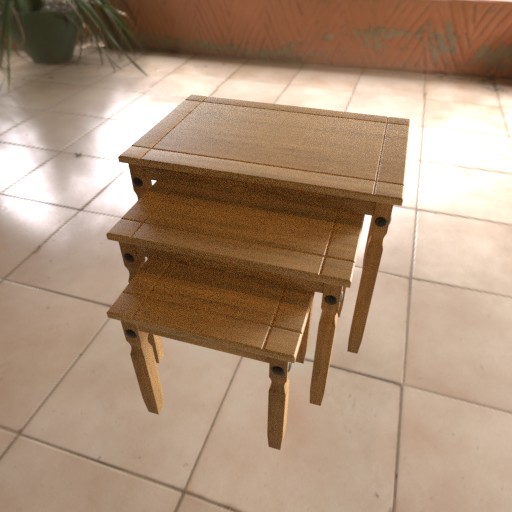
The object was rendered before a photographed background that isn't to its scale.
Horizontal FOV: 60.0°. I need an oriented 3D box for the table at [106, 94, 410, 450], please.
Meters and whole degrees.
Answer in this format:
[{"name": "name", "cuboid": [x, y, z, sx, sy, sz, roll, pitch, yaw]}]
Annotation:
[{"name": "table", "cuboid": [0.000, 0.000, 1.186, 0.660, 0.535, 0.773, 11, 41, 13]}]
